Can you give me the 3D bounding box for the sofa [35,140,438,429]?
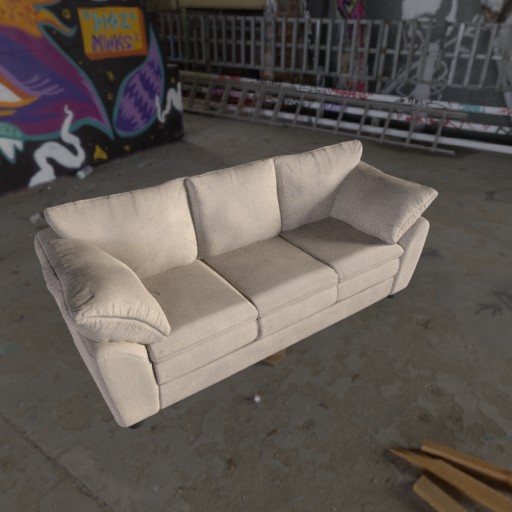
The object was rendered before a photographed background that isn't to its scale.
[{"bbox_3d":[0.000,0.000,2.702,2.334,0.996,0.878,-19,35,-30],"label":"sofa"}]
